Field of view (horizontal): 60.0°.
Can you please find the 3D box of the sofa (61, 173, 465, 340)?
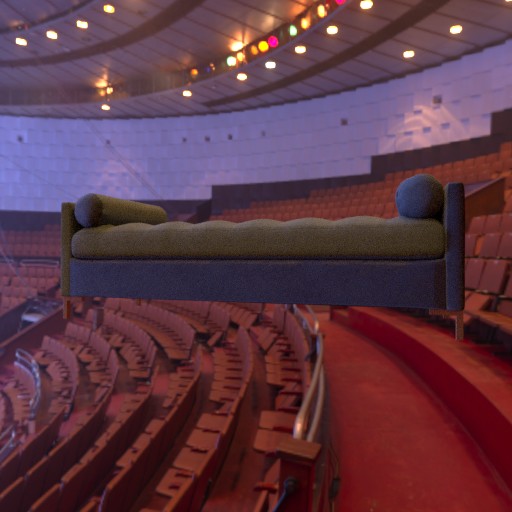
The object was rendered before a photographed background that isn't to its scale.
[{"bbox_3d":[0.000,0.000,2.513,2.102,0.705,0.796,0,0,19],"label":"sofa"}]
